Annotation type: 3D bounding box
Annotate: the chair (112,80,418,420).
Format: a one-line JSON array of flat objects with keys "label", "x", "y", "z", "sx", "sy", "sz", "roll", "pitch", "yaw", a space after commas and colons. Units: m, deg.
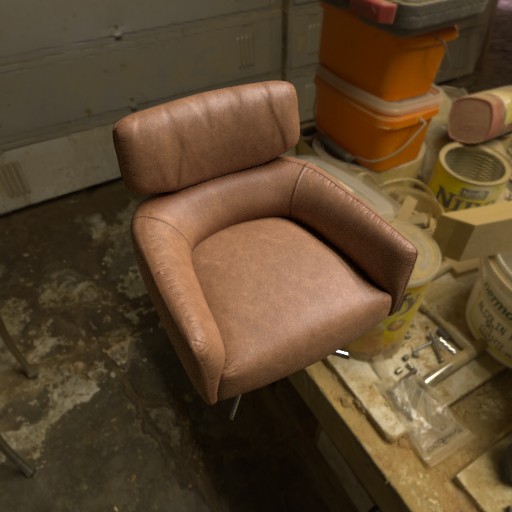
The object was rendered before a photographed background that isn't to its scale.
[{"label": "chair", "x": 0.000, "y": 0.000, "z": 1.395, "sx": 0.706, "sy": 0.812, "sz": 0.715, "roll": -21, "pitch": 49, "yaw": -20}]
